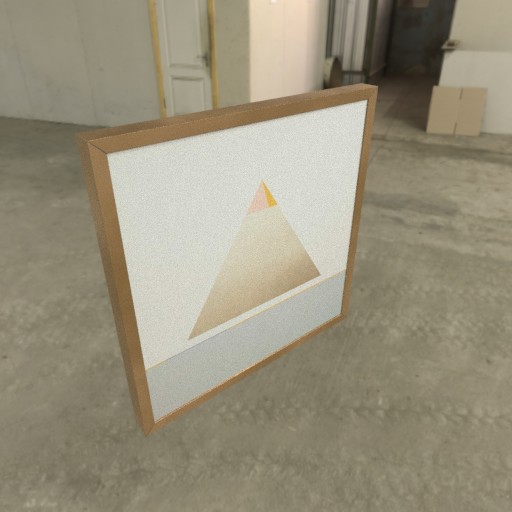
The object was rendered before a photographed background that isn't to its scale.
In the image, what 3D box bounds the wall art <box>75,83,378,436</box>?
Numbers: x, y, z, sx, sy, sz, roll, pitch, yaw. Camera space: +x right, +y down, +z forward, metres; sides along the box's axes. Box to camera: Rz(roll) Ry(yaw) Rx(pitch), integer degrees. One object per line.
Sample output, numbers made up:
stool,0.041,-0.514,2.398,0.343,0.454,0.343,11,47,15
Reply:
wall art,0.000,0.000,0.775,0.513,0.511,0.038,-23,38,-32
